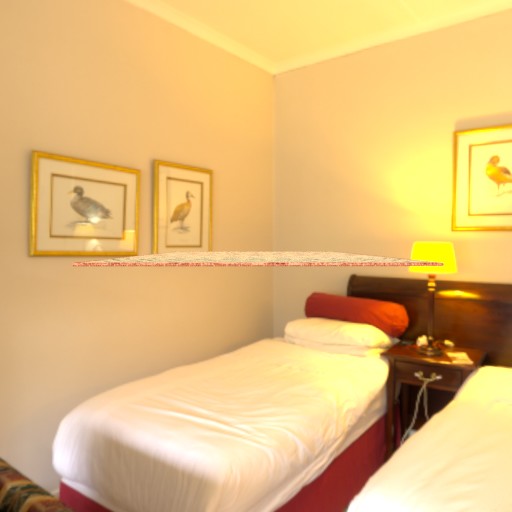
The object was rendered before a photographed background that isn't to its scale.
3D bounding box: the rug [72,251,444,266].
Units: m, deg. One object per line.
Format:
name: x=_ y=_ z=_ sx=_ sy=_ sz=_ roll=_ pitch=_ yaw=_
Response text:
rug: x=0.000 y=0.000 z=3.025 sx=1.524 sy=0.015 sz=2.438 roll=0 pitch=2 yaw=-1
